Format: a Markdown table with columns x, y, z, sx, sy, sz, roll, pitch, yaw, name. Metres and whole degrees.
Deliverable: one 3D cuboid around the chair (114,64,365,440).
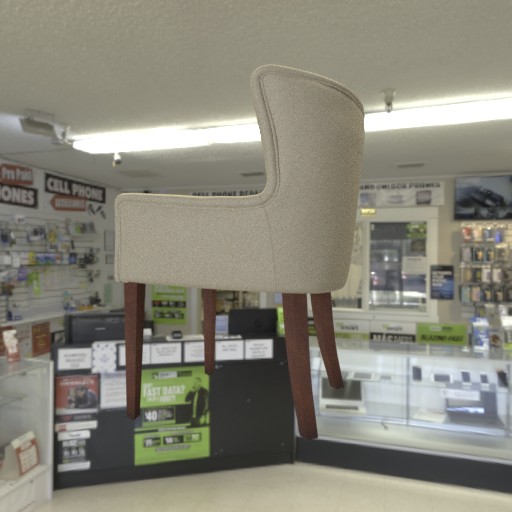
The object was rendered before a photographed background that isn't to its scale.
| x | y | z | sx | sy | sz | roll | pitch | yaw | name |
| --- | --- | --- | --- | --- | --- | --- | --- | --- | --- |
| 0.000 | 0.000 | 1.444 | 0.686 | 0.952 | 0.660 | 0 | 0 | 19 | chair |
